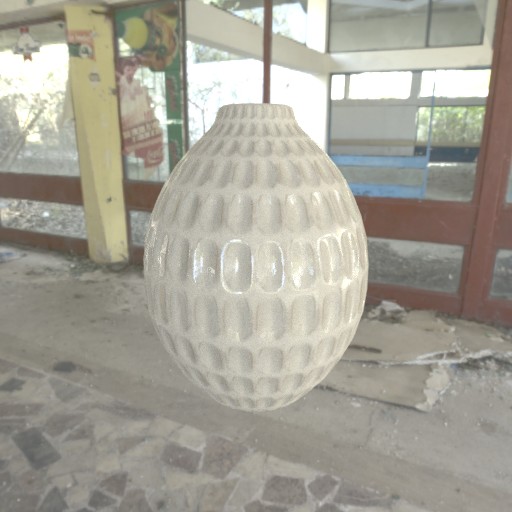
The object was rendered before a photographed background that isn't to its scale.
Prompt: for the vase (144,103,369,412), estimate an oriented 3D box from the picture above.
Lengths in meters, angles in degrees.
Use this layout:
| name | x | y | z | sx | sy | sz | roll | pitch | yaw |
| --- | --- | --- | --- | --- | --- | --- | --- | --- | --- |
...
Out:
| name | x | y | z | sx | sy | sz | roll | pitch | yaw |
| --- | --- | --- | --- | --- | --- | --- | --- | --- | --- |
| vase | 0.000 | 0.000 | 0.259 | 0.128 | 0.167 | 0.128 | 0 | 16 | 0 |
